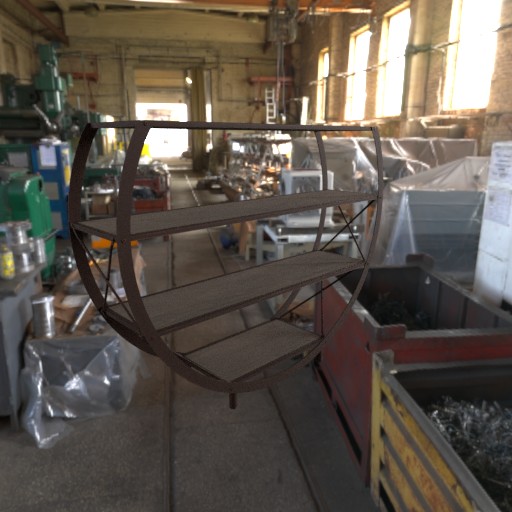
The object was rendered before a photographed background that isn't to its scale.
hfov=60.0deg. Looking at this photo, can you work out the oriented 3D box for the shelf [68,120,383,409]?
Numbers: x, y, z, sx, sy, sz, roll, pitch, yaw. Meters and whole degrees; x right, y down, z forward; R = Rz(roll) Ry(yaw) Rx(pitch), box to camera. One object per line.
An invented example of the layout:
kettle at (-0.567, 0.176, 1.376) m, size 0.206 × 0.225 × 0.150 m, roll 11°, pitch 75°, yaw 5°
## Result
shelf at (0.000, 0.000, 1.875) m, size 1.403 × 1.063 × 0.344 m, roll -14°, pitch 20°, yaw -42°
